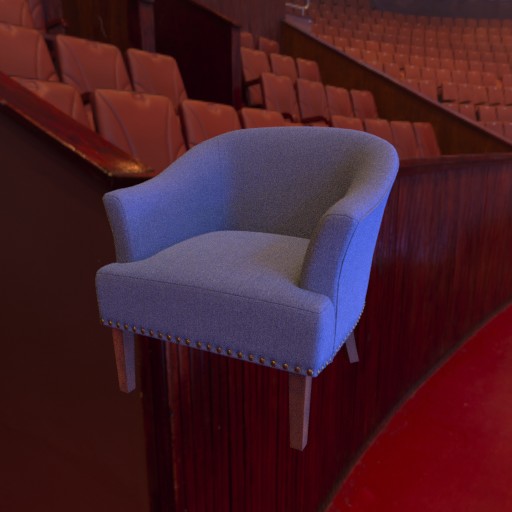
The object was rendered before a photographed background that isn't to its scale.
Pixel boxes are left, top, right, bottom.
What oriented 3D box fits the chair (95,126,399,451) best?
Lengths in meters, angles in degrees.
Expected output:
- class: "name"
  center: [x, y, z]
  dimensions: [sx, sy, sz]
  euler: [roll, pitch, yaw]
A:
- class: "chair"
  center: [0.000, 0.000, 1.423]
  dimensions: [0.798, 0.815, 0.704]
  euler: [7, 16, 26]
